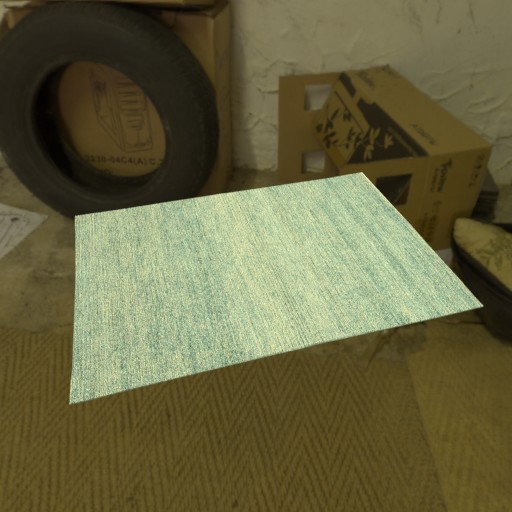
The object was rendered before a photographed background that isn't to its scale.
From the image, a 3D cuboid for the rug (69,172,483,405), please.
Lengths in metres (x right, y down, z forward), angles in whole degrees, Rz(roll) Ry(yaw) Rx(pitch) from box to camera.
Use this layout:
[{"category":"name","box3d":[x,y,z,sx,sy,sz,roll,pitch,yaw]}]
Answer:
[{"category":"rug","box3d":[0.000,0.000,5.132,4.078,0.052,2.802,-10,42,-12]}]
